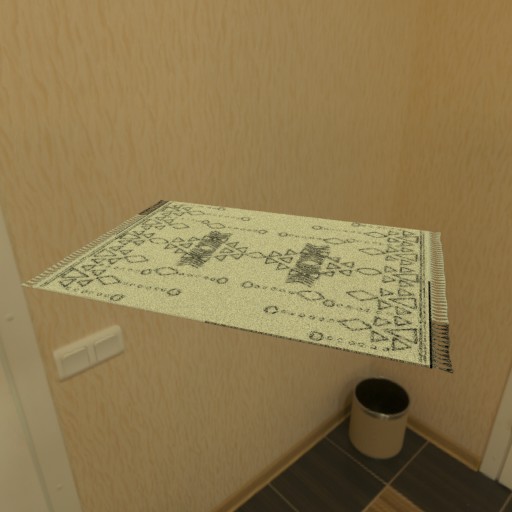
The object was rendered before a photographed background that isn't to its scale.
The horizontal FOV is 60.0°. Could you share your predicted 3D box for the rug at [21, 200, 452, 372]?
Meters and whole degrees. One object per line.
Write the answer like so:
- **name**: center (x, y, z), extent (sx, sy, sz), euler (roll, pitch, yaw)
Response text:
- **rug**: center (0.000, 0.000, 2.895), extent (2.312, 0.013, 1.600), euler (8, 27, 17)
